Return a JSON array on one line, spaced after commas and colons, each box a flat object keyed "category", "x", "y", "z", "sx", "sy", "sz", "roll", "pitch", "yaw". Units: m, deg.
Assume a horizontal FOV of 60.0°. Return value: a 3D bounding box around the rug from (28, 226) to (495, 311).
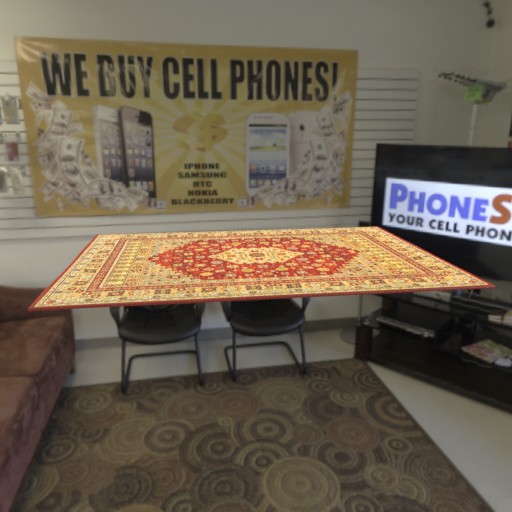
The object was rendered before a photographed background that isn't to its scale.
[{"category": "rug", "x": 0.000, "y": 0.000, "z": 2.255, "sx": 1.802, "sy": 0.013, "sz": 1.194, "roll": -2, "pitch": 16, "yaw": -7}]
